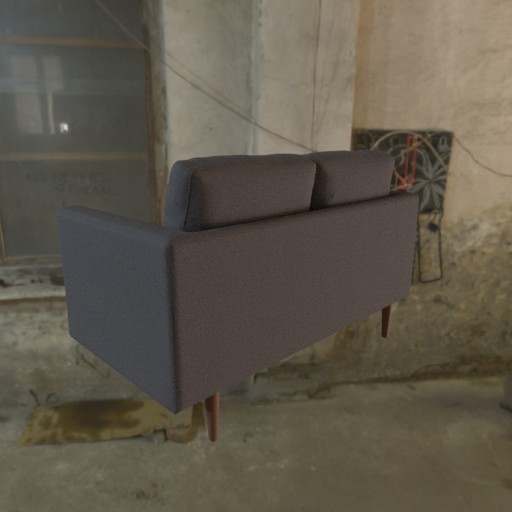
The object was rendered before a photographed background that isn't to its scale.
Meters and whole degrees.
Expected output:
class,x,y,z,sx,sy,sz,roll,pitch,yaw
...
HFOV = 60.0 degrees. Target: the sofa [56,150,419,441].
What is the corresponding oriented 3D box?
class,x,y,z,sx,sy,sz,roll,pitch,yaw
sofa,0.000,0.000,1.964,1.430,0.908,0.796,-14,21,-43
